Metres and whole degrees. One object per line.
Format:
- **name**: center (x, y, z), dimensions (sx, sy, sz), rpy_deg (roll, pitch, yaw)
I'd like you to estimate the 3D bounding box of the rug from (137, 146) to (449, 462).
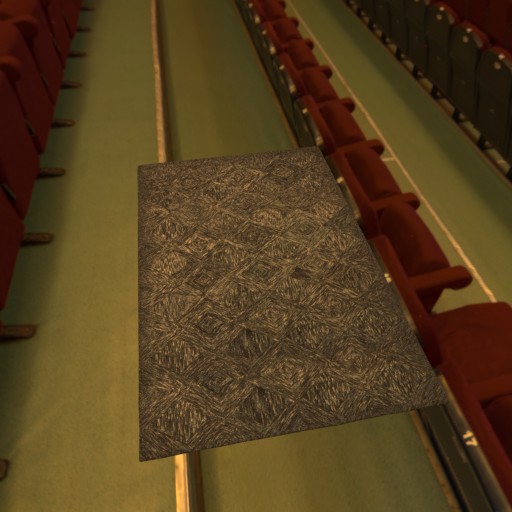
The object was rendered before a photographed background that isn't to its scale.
- **rug**: center (0.000, 0.000, 2.168), dimensions (1.139, 0.010, 1.754), rpy_deg (-8, 47, -7)
